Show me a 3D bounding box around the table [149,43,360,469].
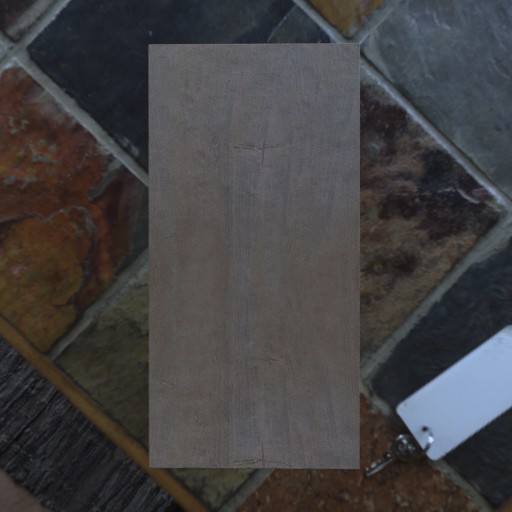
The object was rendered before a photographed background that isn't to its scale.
[{"bbox_3d":[0.000,0.000,1.623,0.556,0.914,1.119,0,90,1],"label":"table"}]
